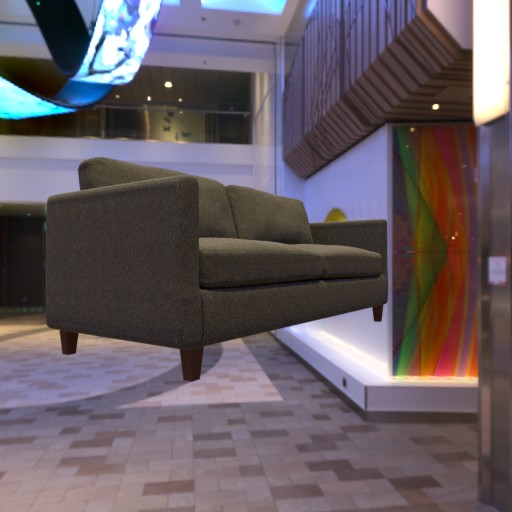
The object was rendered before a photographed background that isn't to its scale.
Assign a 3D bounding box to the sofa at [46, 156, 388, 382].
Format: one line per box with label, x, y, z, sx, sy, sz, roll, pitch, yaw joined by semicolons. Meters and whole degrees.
sofa;0.000;0.000;2.733;0.948;0.965;2.208;0;-1;35
